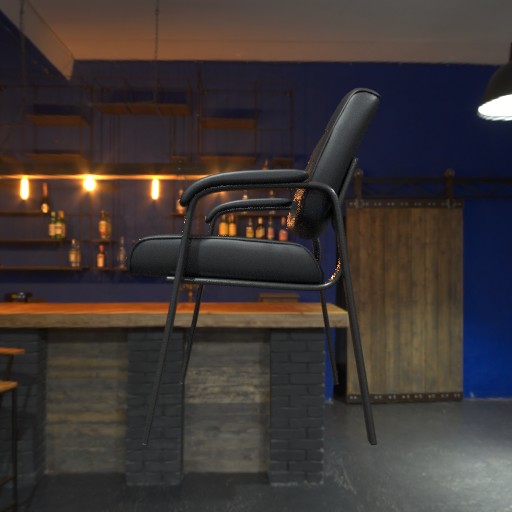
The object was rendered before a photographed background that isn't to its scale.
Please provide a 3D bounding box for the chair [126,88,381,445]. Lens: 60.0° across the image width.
[{"bbox_3d":[0.000,0.000,1.334,0.668,0.910,0.591,0,0,0],"label":"chair"}]
